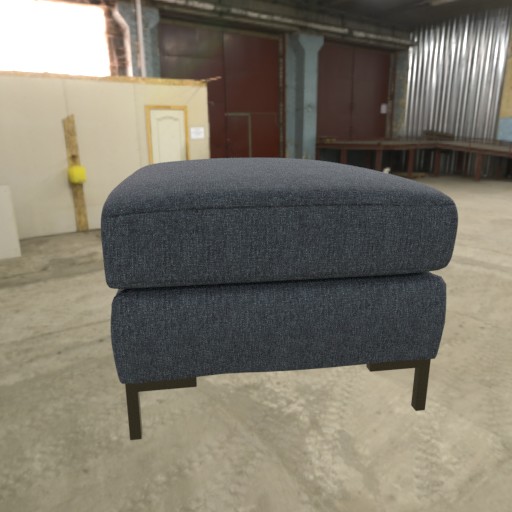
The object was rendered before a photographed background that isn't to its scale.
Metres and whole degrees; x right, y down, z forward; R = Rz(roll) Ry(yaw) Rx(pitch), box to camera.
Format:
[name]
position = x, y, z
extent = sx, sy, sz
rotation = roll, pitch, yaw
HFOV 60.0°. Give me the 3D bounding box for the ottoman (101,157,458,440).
[ottoman]
position = 0.000, 0.000, 1.256
extent = 0.695, 0.533, 0.831
rotation = -2, 16, -9
